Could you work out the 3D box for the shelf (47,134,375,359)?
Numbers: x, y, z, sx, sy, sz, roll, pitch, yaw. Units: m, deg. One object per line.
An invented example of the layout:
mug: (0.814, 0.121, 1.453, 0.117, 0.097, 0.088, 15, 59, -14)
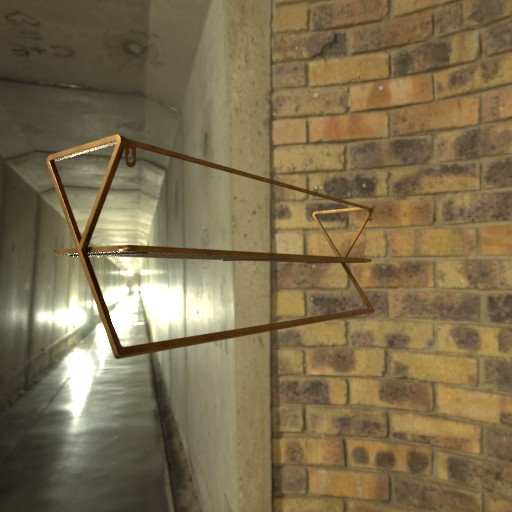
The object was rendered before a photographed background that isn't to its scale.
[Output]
shelf: (0.000, 0.000, 0.747, 0.150, 0.229, 0.645, -2, -3, 37)
